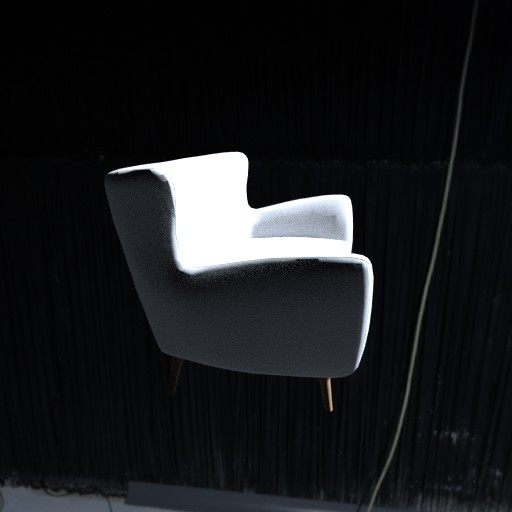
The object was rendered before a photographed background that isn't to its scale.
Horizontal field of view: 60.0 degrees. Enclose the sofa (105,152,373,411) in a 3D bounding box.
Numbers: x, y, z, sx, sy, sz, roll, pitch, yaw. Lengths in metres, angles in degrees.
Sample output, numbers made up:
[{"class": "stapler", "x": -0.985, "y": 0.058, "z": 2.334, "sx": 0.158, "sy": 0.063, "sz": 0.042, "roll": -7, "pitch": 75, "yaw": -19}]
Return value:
[{"class": "sofa", "x": 0.000, "y": 0.000, "z": 2.025, "sx": 0.921, "sy": 0.878, "sz": 1.424, "roll": 2, "pitch": 15, "yaw": 9}]
